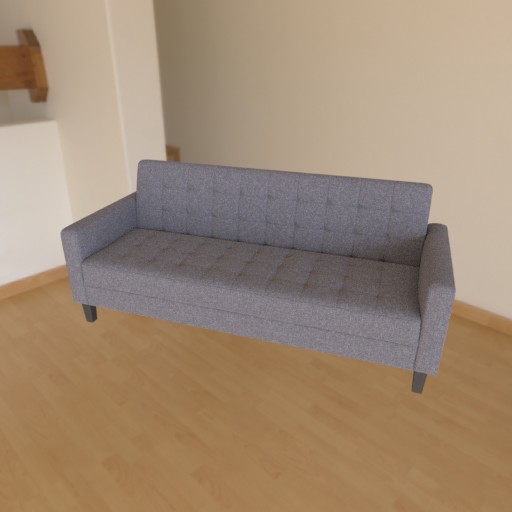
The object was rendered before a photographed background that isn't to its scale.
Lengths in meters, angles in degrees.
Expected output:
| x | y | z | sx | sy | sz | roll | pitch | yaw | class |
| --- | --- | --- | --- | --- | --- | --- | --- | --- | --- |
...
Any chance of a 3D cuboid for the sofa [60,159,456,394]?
| x | y | z | sx | sy | sz | roll | pitch | yaw | class |
| --- | --- | --- | --- | --- | --- | --- | --- | --- | --- |
| 0.000 | 0.000 | 2.533 | 2.040 | 0.850 | 0.810 | 8 | 27 | 17 | sofa |
